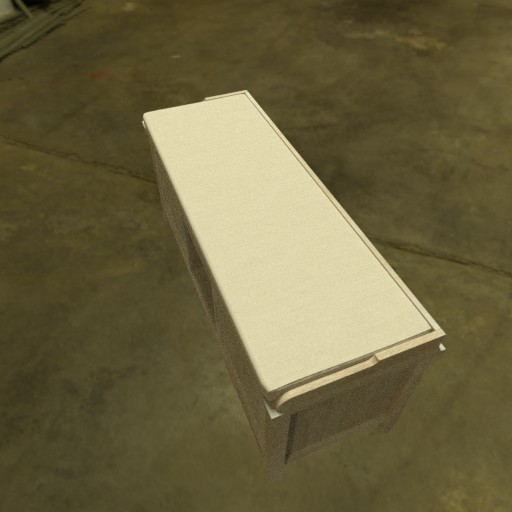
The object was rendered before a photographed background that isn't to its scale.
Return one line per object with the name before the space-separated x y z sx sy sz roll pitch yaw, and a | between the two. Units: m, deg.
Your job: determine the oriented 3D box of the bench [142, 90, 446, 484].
bench | 0.000 0.000 1.386 0.398 0.501 1.140 -16 49 -15
